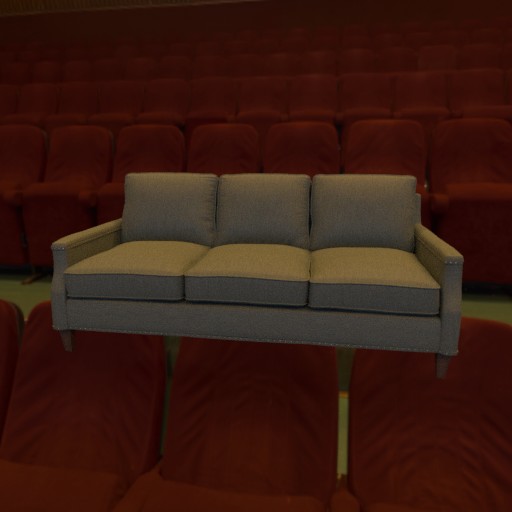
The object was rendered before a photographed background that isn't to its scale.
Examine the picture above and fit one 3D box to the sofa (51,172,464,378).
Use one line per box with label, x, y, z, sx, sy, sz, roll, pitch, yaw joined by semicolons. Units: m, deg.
sofa;0.000;0.000;2.829;2.246;1.003;1.084;2;14;8
